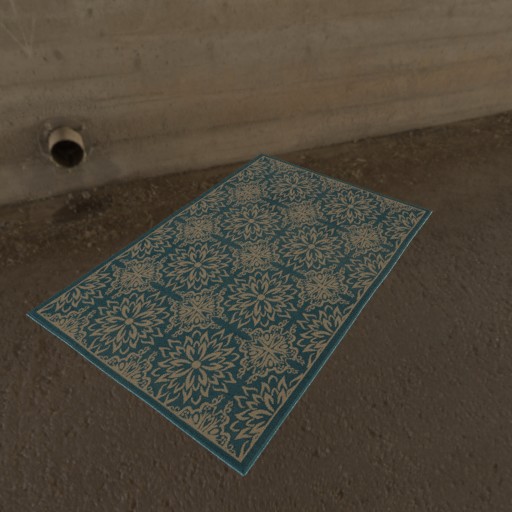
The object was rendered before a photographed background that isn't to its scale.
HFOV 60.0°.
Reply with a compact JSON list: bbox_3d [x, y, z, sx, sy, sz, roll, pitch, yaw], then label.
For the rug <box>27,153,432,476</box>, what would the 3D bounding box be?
[{"bbox_3d":[0.000,0.000,2.273,1.211,0.012,1.833,25,47,26],"label":"rug"}]
